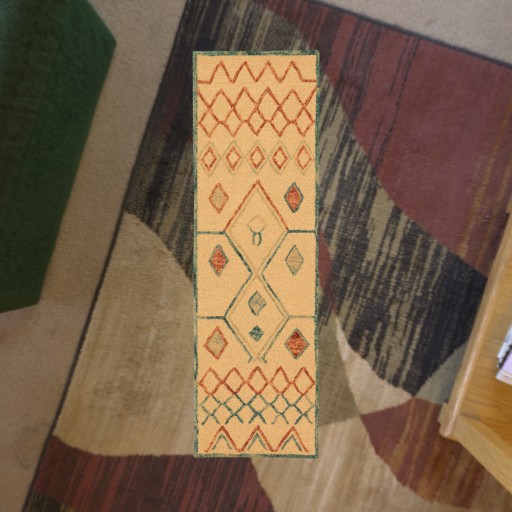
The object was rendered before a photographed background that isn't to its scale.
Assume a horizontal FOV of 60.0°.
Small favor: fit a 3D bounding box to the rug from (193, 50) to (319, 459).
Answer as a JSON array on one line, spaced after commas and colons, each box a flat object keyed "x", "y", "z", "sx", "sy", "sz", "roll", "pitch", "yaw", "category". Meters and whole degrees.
[{"x": 0.000, "y": 0.000, "z": 2.650, "sx": 0.750, "sy": 0.011, "sz": 2.435, "roll": 0, "pitch": 91, "yaw": 1, "category": "rug"}]
